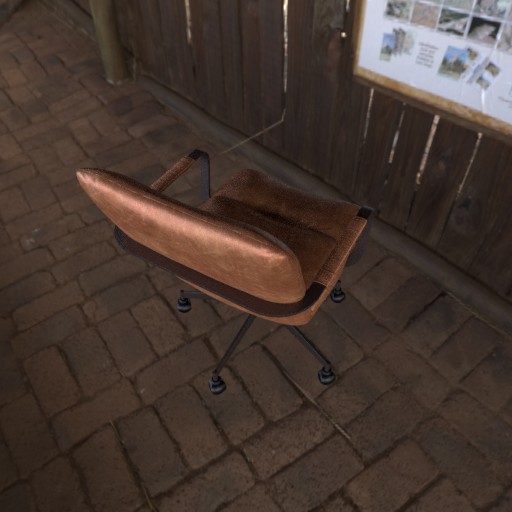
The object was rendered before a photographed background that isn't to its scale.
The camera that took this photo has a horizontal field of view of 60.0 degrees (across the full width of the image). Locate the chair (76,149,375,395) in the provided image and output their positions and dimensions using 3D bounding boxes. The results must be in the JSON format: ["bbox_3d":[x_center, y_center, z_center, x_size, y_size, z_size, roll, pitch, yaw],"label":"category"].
[{"bbox_3d":[0.000,0.000,1.483,0.727,0.922,0.754,23,49,21],"label":"chair"}]
